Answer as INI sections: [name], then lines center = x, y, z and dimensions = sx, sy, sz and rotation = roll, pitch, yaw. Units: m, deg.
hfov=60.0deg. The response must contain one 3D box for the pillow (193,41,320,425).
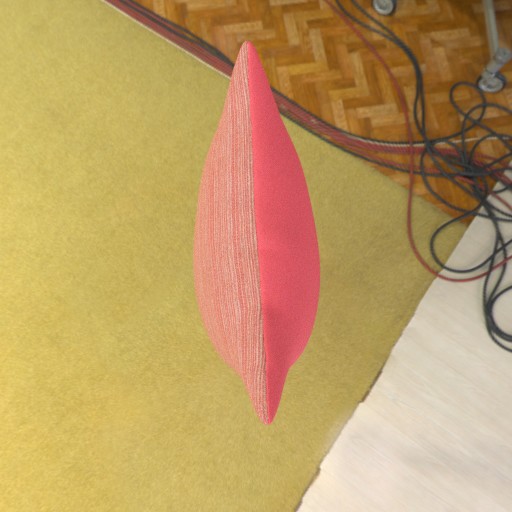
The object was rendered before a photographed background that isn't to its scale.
[pillow]
center = 0.000, 0.000, 0.816
dimensions = 0.229, 0.501, 0.559
rotation = -3, 75, -1
